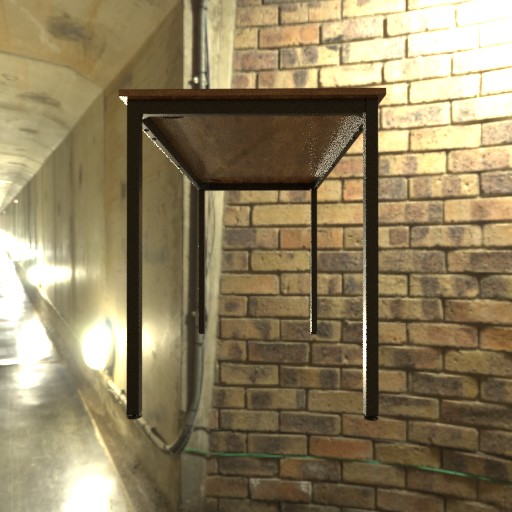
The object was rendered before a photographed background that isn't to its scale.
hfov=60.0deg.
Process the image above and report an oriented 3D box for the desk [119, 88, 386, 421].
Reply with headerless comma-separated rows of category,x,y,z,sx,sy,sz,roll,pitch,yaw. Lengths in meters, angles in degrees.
desk,0.000,0.000,1.589,0.600,0.749,1.200,0,0,1
